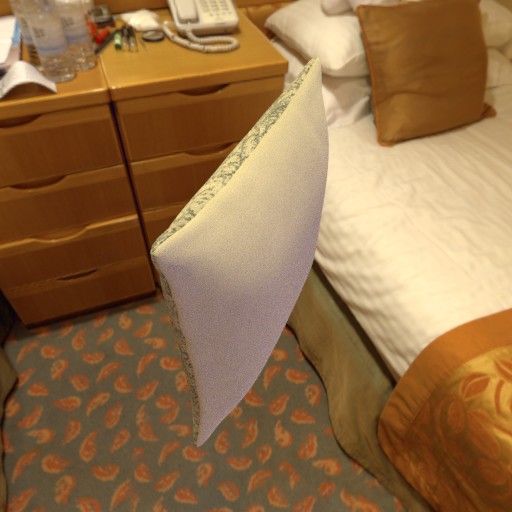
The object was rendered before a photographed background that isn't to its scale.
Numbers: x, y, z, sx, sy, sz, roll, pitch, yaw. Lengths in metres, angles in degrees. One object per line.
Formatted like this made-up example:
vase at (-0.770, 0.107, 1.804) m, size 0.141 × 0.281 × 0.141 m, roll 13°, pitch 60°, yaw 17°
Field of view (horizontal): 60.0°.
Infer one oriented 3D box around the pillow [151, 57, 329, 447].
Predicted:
pillow at (0.000, 0.000, 0.781) m, size 0.166 × 0.510 × 0.523 m, roll 17°, pitch 48°, yaw 16°
